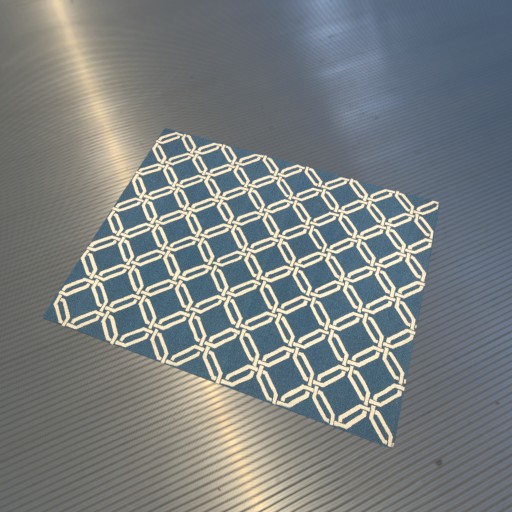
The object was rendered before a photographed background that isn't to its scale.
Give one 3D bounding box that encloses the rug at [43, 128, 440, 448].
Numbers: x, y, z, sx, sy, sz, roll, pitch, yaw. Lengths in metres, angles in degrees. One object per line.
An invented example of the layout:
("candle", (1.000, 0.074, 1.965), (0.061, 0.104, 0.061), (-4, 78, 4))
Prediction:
("rug", (0.000, 0.000, 3.871), (2.867, 0.020, 2.277), (17, 61, 10))
